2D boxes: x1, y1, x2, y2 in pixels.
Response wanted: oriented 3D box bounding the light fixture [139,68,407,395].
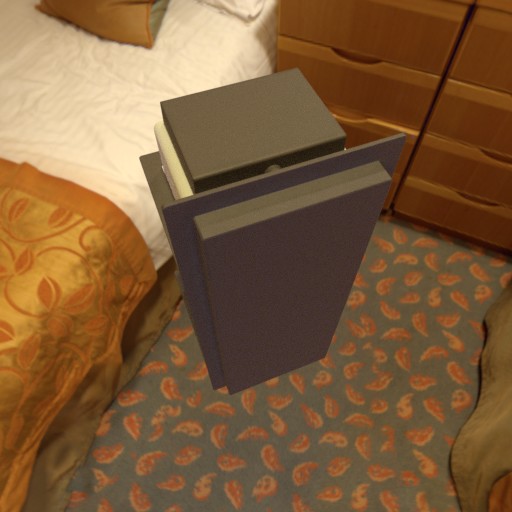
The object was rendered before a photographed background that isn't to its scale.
[{"bbox_3d":[0.000,0.000,0.427,0.153,0.347,0.146,-18,59,-11],"label":"light fixture"}]
